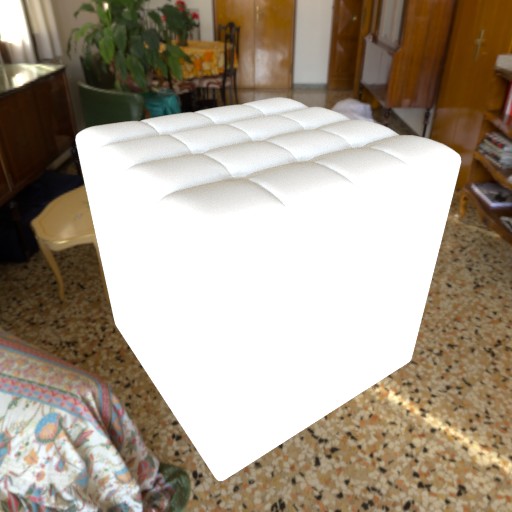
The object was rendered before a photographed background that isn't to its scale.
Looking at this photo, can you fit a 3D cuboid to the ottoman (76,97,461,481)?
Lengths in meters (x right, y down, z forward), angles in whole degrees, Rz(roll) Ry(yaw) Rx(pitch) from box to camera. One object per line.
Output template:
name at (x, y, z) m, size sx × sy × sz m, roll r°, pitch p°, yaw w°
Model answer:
ottoman at (0.000, 0.000, 0.776) m, size 0.425 × 0.432 × 0.425 m, roll -20°, pitch 37°, yaw -29°
